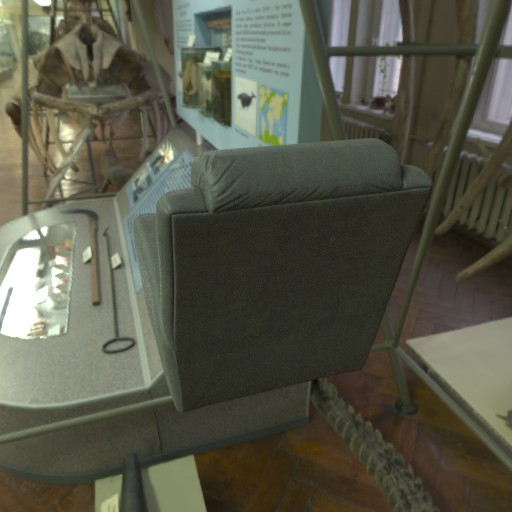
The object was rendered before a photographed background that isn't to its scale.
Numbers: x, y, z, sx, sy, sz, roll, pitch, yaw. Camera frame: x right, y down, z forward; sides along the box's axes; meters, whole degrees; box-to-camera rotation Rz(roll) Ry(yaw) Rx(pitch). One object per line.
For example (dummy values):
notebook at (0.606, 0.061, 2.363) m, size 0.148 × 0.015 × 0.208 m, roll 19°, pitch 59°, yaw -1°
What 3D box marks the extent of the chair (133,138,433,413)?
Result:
chair at (0.000, 0.000, 1.930) m, size 0.965 × 1.116 × 1.068 m, roll -8°, pitch 27°, yaw -17°
